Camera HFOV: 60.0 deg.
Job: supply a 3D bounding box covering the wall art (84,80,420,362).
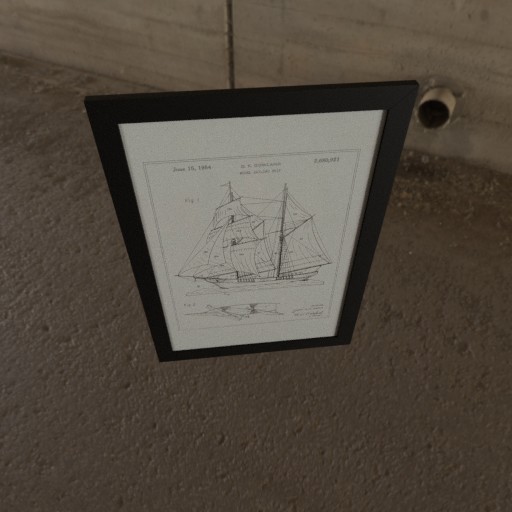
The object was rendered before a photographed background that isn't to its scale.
[{"bbox_3d":[0.000,0.000,0.594,0.326,0.459,0.011,-4,45,-4],"label":"wall art"}]
